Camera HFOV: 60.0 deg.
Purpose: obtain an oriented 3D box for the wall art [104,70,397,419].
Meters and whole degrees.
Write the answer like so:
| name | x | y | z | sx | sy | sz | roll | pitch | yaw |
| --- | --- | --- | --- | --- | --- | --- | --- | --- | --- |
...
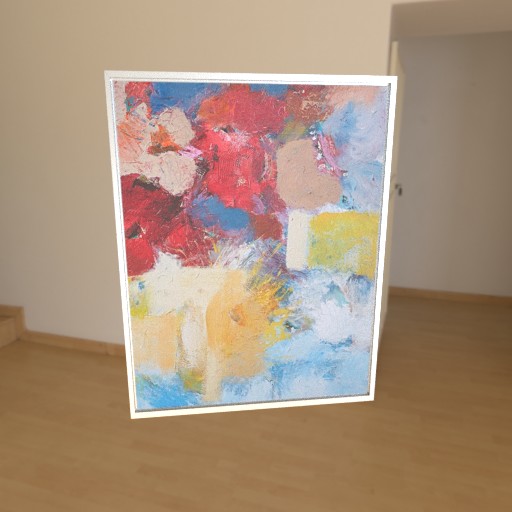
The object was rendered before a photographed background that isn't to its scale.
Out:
| name | x | y | z | sx | sy | sz | roll | pitch | yaw |
| --- | --- | --- | --- | --- | --- | --- | --- | --- | --- |
| wall art | 0.000 | 0.000 | 1.365 | 0.816 | 1.046 | 0.030 | -2 | 14 | -7 |
